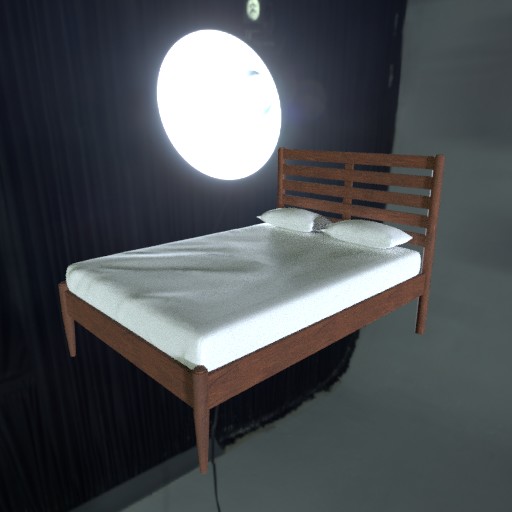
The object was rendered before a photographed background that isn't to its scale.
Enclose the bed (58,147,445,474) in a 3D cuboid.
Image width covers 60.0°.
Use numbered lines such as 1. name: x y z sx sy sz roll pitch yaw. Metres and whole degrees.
1. bed: 0.000 0.000 2.973 2.093 1.304 1.509 -15 22 -42
